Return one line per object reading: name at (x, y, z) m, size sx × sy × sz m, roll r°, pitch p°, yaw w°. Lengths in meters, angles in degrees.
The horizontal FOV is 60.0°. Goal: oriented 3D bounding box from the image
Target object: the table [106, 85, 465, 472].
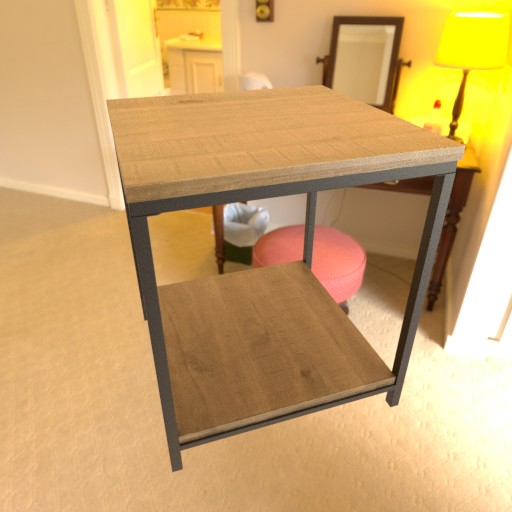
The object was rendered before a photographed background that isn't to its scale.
table at (0.000, 0.000, 0.965) m, size 0.507 × 0.589 × 0.503 m, roll -10°, pitch 33°, yaw -16°
